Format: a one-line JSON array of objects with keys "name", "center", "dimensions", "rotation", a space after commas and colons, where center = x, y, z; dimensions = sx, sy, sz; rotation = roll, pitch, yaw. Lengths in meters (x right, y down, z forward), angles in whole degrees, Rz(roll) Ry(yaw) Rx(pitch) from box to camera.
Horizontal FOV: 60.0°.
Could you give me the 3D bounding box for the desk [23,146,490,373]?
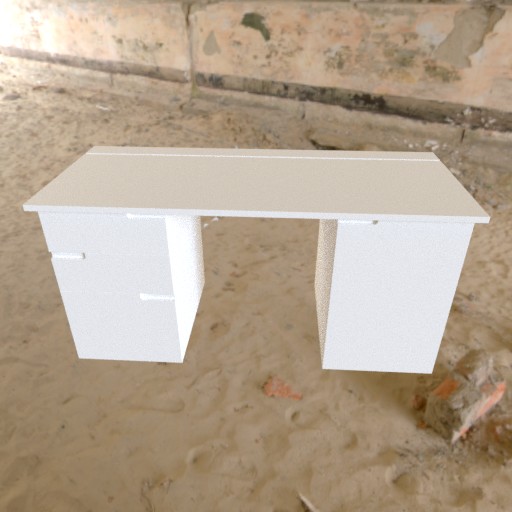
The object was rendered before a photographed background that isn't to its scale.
[{"name": "desk", "center": [0.000, 0.000, 1.976], "dimensions": [1.580, 0.760, 0.670], "rotation": [2, 31, 3]}]
